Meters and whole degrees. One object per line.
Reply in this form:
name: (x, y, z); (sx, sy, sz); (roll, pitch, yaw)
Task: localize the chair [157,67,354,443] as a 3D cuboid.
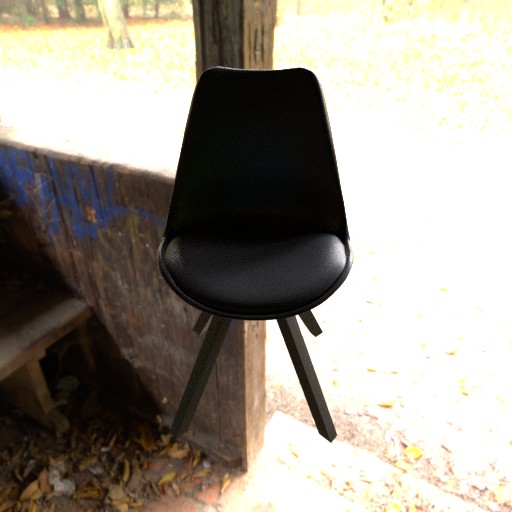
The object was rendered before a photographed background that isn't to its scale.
chair: (0.000, 0.000, 1.163); (0.485, 0.850, 0.530); (1, 32, 1)
